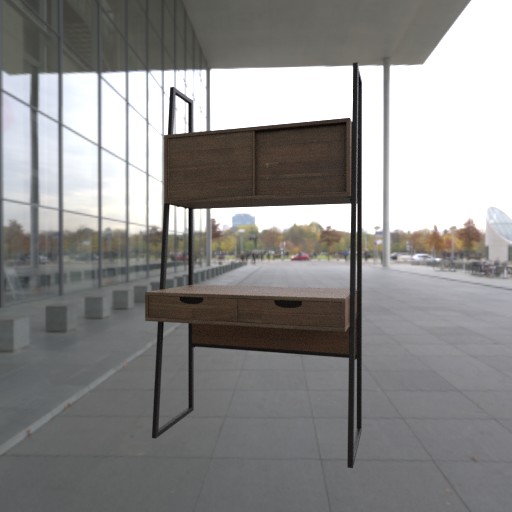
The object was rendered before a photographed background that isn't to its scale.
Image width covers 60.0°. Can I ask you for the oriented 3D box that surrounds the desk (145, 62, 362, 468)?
[{"bbox_3d":[0.000,0.000,2.196,0.982,1.809,0.515,0,0,18],"label":"desk"}]
